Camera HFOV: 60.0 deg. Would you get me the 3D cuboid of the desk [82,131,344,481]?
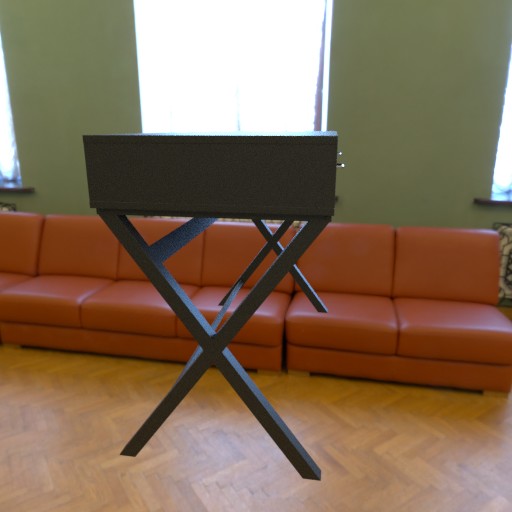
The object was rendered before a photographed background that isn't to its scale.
[{"bbox_3d":[0.000,0.000,1.453,0.525,0.780,1.057,3,16,9],"label":"desk"}]
